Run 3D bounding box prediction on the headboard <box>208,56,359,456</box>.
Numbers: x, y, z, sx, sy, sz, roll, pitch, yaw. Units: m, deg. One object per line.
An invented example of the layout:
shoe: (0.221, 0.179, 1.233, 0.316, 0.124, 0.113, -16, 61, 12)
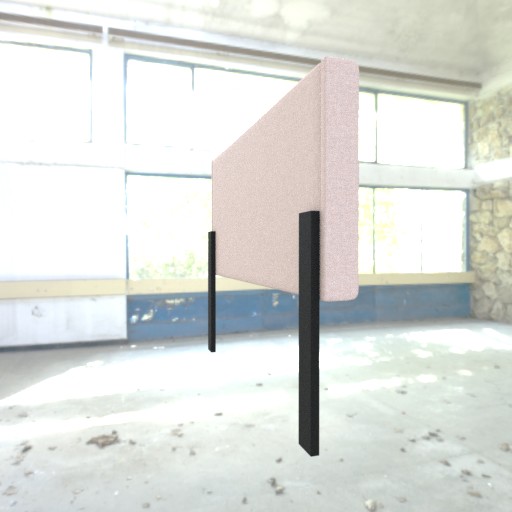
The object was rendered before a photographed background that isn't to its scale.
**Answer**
headboard: (0.000, 0.000, 2.658, 0.184, 1.524, 2.051, 0, 1, -18)
